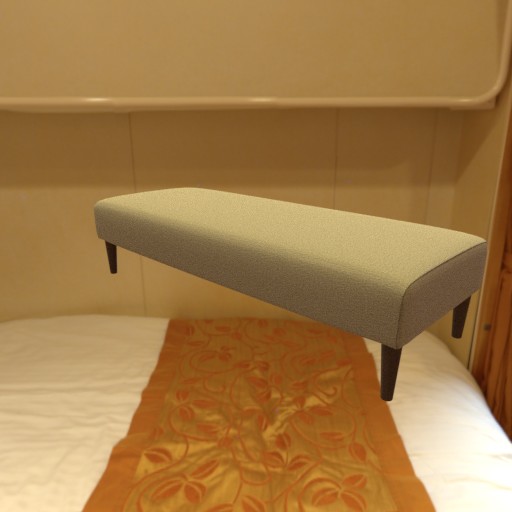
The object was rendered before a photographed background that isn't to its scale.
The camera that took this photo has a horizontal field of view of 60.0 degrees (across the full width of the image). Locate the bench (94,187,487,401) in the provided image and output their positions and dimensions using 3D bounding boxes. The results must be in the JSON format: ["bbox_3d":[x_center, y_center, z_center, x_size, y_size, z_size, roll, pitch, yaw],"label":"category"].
[{"bbox_3d":[0.000,0.000,1.860,1.609,0.393,0.646,16,23,42],"label":"bench"}]
